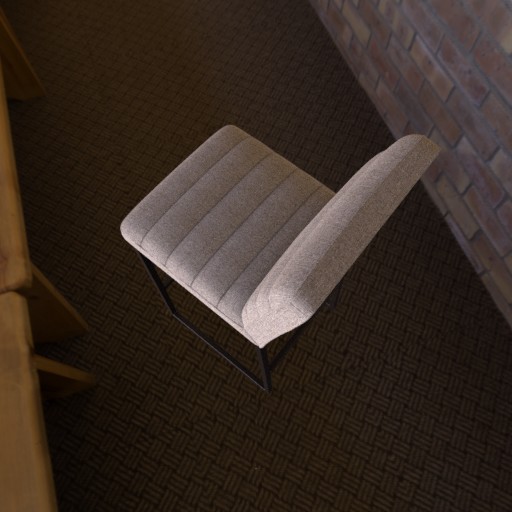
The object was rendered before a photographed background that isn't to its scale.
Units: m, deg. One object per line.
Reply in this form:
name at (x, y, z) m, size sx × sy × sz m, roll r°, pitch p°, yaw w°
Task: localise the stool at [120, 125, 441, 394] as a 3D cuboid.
stool at (0.000, 0.000, 1.302) m, size 0.571 × 1.034 × 0.459 m, roll 36°, pitch 70°, yaw 16°
